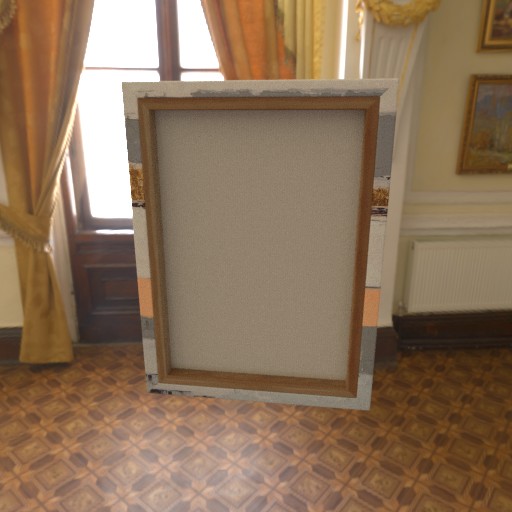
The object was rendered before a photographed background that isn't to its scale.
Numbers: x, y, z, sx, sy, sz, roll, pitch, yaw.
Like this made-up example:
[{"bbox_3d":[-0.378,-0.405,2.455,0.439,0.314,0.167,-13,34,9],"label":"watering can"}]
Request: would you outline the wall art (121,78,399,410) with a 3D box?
[{"bbox_3d":[0.000,0.000,0.826,0.456,0.609,0.038,2,17,7],"label":"wall art"}]
